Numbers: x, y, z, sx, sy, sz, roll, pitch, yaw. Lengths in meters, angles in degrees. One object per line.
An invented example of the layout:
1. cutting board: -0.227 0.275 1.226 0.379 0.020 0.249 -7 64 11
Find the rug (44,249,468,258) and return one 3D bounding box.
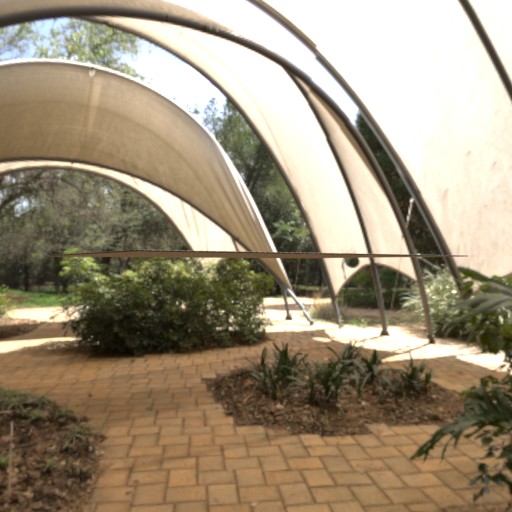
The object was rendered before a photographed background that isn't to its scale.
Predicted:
1. rug: 0.000 0.000 5.087 3.957 0.011 2.894 1 -1 -36
